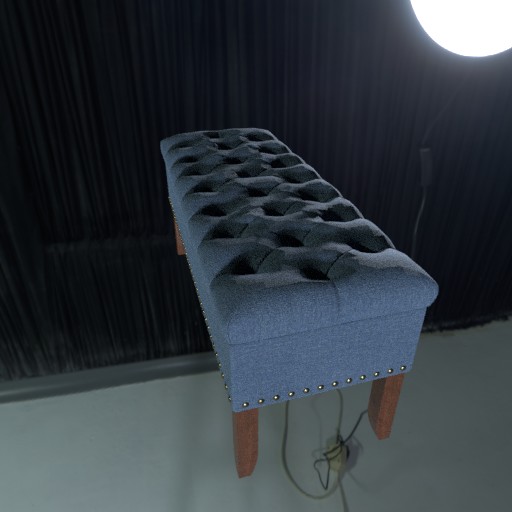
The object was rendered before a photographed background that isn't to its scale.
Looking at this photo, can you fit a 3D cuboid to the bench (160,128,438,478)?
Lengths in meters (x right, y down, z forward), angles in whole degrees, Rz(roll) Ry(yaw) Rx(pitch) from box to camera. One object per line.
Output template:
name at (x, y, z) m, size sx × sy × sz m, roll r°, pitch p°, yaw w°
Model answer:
bench at (0.000, 0.000, 1.308) m, size 0.417 × 0.492 × 1.052 m, roll -9°, pitch 33°, yaw -14°
